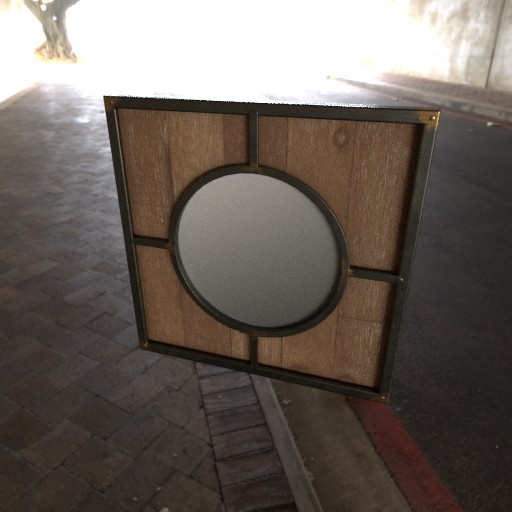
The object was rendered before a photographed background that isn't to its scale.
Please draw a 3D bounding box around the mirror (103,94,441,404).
[{"bbox_3d":[0.000,0.000,0.572,0.382,0.381,0.020,8,28,16],"label":"mirror"}]
